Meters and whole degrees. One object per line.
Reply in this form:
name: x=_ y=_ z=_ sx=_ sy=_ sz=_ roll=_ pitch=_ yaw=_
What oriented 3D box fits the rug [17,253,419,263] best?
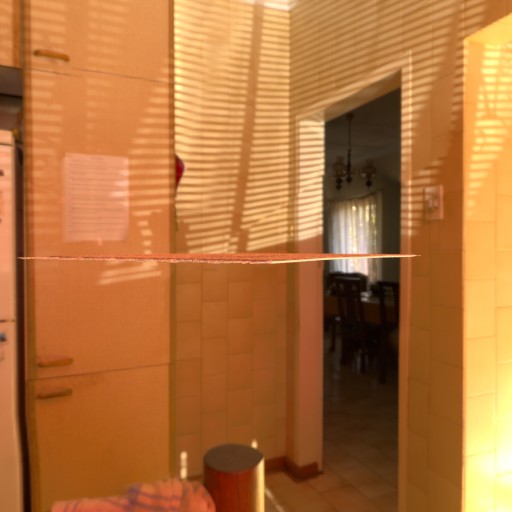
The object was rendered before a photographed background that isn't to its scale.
rug: x=0.000 y=0.000 z=3.072 sx=1.619 sy=0.023 sz=2.465 roll=1 pitch=1 yaw=35
